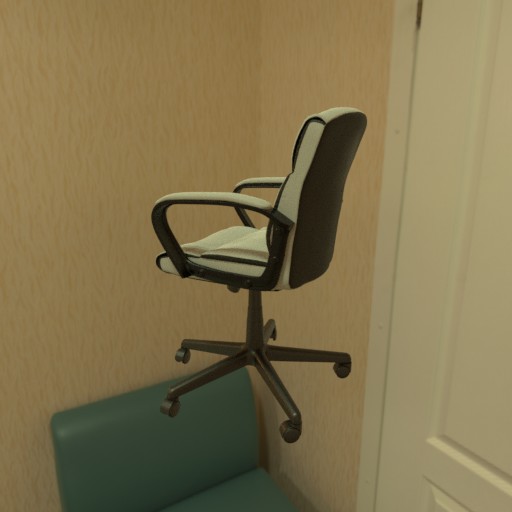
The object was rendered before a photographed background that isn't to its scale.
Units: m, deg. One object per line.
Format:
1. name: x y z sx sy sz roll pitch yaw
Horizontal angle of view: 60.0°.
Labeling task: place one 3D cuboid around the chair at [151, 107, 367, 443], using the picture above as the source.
1. chair: 0.000 0.000 1.606 0.717 1.004 0.739 8 18 26
